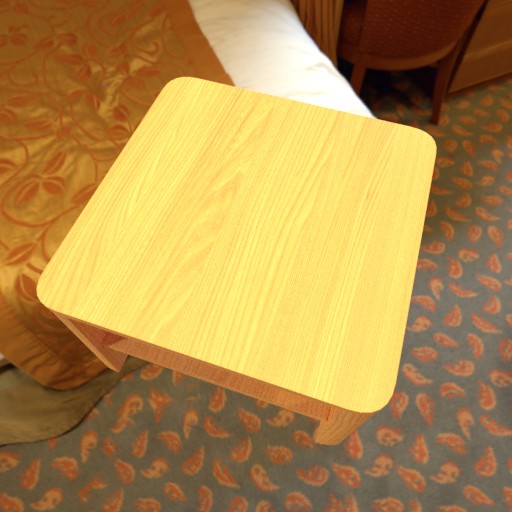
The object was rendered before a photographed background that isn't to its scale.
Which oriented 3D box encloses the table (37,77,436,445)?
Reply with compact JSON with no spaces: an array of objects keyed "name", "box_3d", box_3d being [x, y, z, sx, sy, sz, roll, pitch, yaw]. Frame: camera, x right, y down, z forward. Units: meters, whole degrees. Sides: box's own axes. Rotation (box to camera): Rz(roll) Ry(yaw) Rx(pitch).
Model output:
[{"name":"table","box_3d":[0.000,0.000,1.221,0.750,0.450,0.750,16,61,9]}]
